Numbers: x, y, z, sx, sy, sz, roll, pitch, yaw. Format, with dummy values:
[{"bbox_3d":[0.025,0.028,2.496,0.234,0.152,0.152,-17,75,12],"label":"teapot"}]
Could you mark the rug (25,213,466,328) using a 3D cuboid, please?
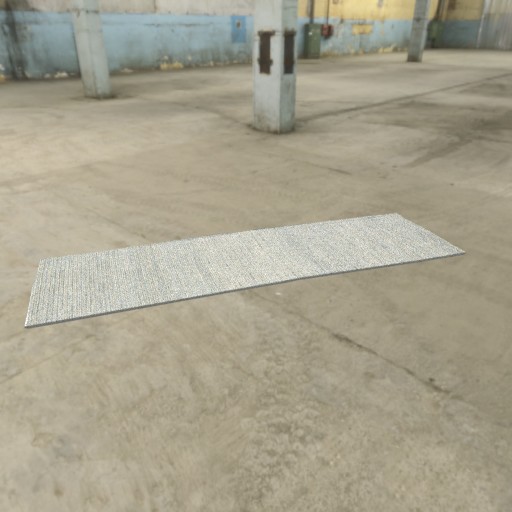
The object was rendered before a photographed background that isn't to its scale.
[{"bbox_3d":[0.000,0.000,2.525,2.341,0.037,0.675,-8,28,-16],"label":"rug"}]
